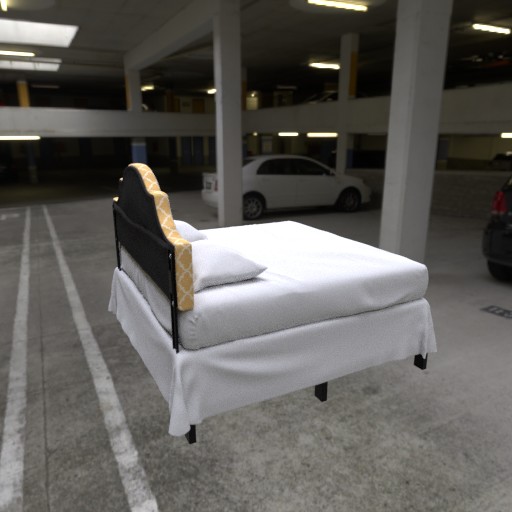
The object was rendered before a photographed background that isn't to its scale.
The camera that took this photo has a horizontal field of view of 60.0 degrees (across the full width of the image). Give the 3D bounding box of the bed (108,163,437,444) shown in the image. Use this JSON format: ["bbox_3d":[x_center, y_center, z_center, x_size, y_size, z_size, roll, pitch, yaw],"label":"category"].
[{"bbox_3d":[0.000,0.000,3.774,2.222,1.601,2.314,-8,17,-26],"label":"bed"}]
